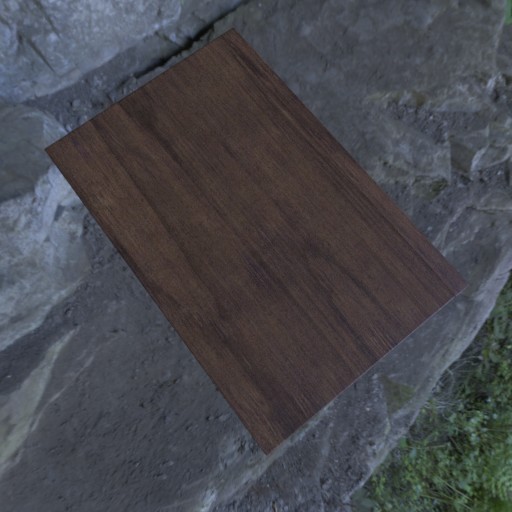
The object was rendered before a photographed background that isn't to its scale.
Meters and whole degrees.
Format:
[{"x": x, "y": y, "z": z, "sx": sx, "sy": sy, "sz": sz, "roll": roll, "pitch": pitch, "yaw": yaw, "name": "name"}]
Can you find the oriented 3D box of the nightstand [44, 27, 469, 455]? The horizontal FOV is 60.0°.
[{"x": 0.000, "y": 0.000, "z": 1.017, "sx": 0.437, "sy": 0.610, "sz": 0.610, "roll": -37, "pitch": 78, "yaw": -9, "name": "nightstand"}]
